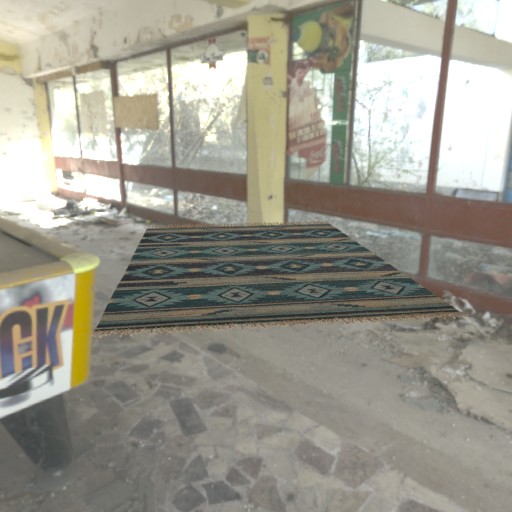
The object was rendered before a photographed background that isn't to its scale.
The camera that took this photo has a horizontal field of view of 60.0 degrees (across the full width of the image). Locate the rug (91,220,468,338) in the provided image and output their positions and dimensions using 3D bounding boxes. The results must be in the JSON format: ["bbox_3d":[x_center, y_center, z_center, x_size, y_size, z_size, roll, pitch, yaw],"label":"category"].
[{"bbox_3d":[0.000,0.000,4.339,2.418,0.047,3.307,-2,16,-7],"label":"rug"}]
